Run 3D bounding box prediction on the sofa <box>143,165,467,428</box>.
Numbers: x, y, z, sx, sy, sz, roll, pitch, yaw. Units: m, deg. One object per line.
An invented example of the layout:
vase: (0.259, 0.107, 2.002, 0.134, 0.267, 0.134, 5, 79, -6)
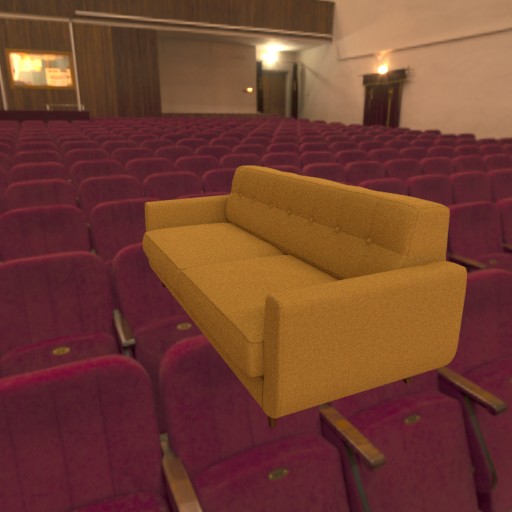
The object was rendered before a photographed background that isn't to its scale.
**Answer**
sofa: (0.000, 0.000, 2.481, 0.909, 0.841, 2.029, -8, 19, -24)
